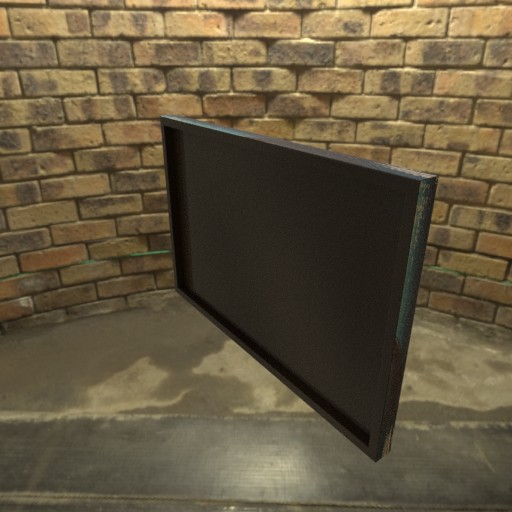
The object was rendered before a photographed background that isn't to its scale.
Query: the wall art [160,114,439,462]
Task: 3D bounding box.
[{"bbox_3d":[0.000,0.000,0.768,0.033,0.406,0.609,-17,30,-33],"label":"wall art"}]
